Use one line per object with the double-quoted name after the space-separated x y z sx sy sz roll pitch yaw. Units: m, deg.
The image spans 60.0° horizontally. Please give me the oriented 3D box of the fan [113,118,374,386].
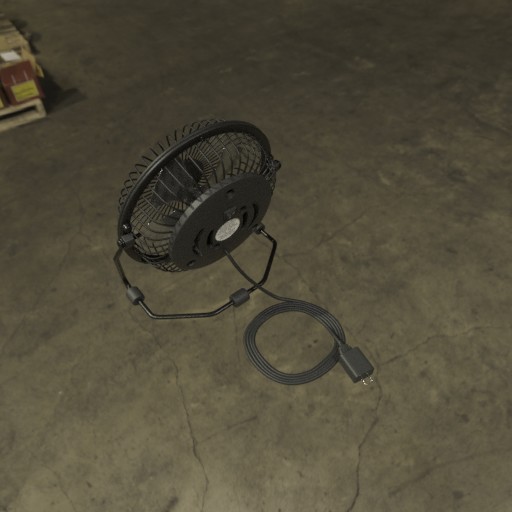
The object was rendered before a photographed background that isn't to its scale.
0.000 0.000 0.311 0.153 0.152 0.202 -31 55 -26 "fan"
